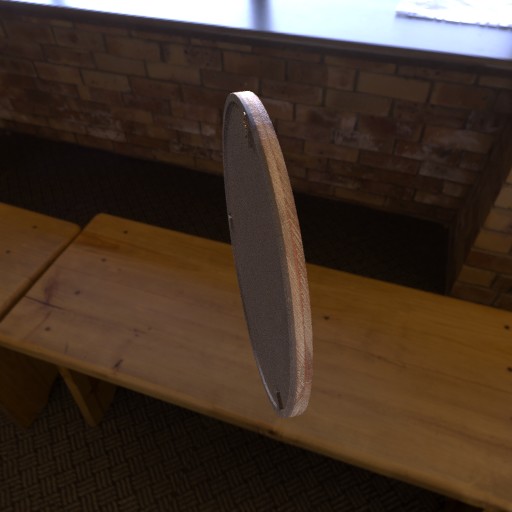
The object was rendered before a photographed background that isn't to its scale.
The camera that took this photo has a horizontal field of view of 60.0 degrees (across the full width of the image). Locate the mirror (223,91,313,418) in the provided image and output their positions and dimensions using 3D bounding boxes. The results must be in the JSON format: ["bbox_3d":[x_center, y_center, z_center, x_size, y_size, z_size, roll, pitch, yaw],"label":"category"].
[{"bbox_3d":[0.000,0.000,1.021,0.038,0.710,0.710,-9,47,-9],"label":"mirror"}]
